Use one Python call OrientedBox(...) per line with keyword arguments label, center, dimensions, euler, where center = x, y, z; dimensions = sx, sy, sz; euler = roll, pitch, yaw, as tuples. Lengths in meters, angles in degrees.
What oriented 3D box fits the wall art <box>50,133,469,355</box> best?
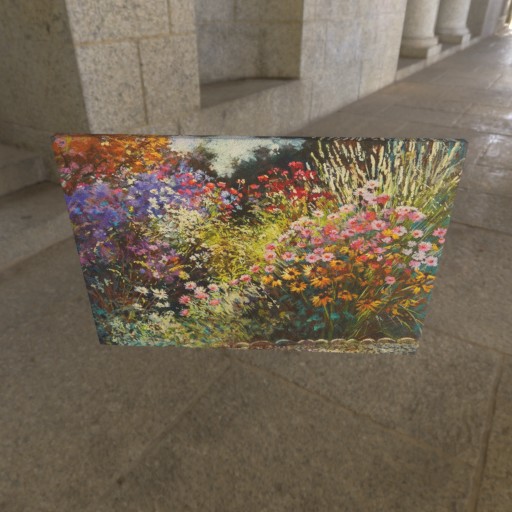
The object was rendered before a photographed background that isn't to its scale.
OrientedBox(label="wall art", center=(0.000, 0.000, 1.414), dimensions=(1.136, 0.760, 0.042), euler=(1, 31, 2))
